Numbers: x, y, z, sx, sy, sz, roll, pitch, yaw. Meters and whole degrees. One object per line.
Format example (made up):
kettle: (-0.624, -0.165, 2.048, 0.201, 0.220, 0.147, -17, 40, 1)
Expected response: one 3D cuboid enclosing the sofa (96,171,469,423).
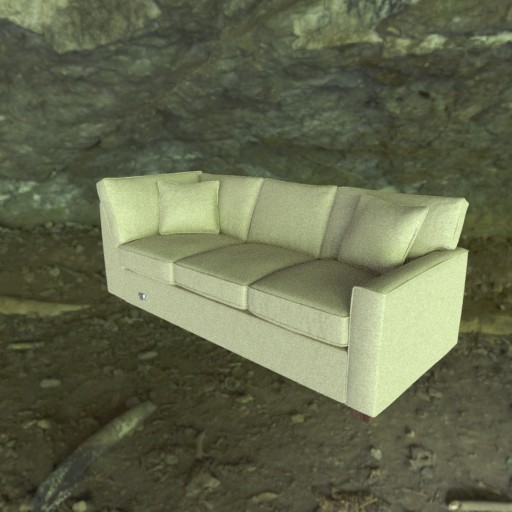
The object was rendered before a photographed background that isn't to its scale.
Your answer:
sofa: (0.000, 0.000, 2.911, 2.323, 0.948, 1.053, 14, 21, 42)
